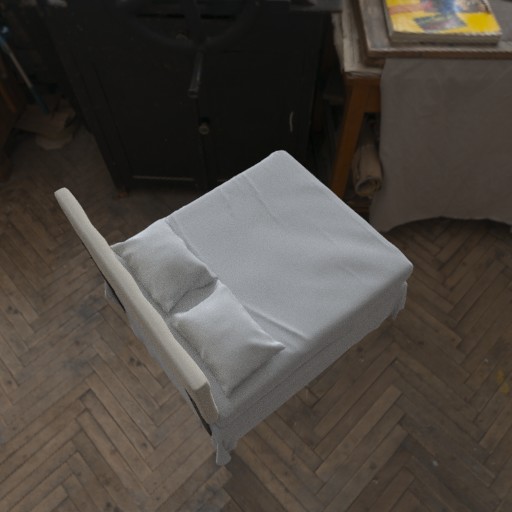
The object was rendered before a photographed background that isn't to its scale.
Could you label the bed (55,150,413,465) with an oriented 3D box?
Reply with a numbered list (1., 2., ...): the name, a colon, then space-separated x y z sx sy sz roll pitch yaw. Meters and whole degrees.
1. bed: 0.000 0.000 3.509 2.222 1.577 1.936 -34 64 -19
